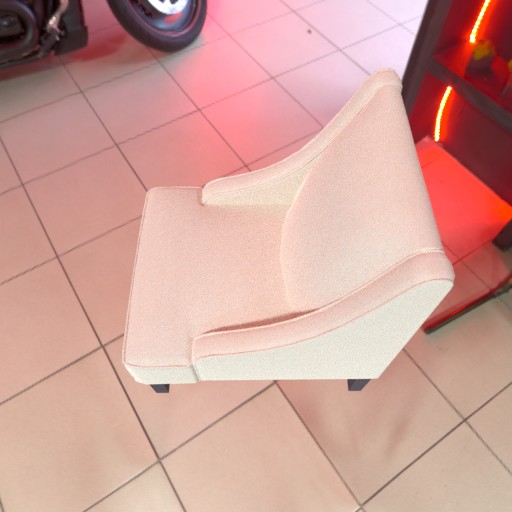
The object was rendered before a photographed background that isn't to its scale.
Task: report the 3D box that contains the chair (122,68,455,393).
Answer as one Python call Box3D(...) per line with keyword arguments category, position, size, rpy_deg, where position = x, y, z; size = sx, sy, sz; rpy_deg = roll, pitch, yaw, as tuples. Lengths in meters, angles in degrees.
Box3D(category="chair", position=(0.000, 0.000, 1.417), size=(0.806, 0.886, 0.689), rpy_deg=(0, 59, 0))
